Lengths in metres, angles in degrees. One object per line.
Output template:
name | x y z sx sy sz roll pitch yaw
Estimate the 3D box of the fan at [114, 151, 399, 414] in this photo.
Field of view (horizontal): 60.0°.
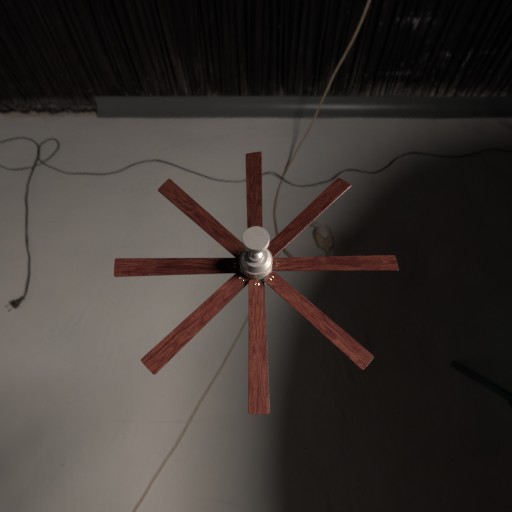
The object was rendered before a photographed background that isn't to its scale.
fan | 0.000 0.000 2.748 1.830 0.472 1.830 -1 64 0
